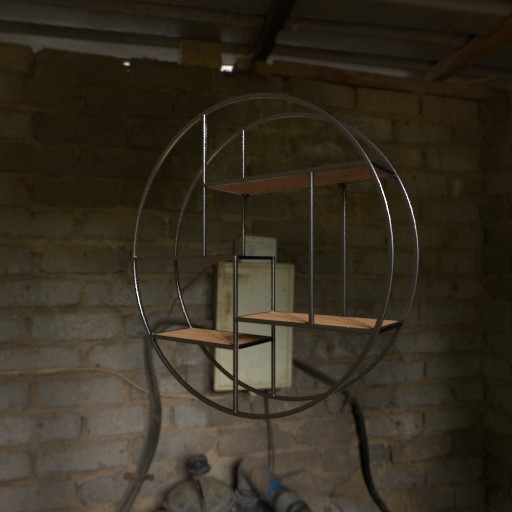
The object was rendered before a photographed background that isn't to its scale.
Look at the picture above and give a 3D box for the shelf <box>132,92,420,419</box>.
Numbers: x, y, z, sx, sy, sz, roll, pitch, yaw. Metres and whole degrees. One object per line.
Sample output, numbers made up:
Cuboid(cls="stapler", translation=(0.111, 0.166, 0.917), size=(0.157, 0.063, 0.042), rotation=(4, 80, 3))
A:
Cuboid(cls="shelf", translation=(0.000, 0.000, 1.312), size=(0.888, 0.888, 0.202), rotation=(-1, -1, 36))
